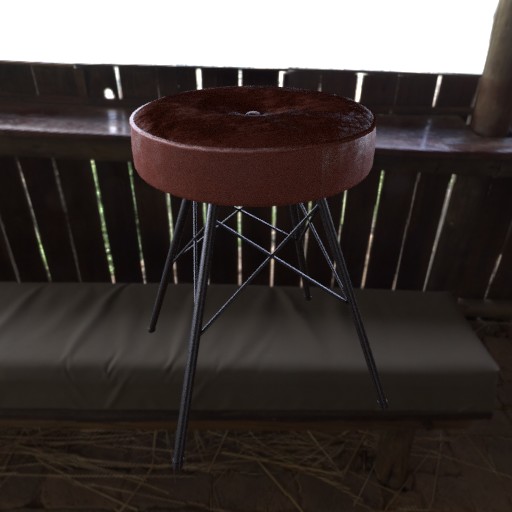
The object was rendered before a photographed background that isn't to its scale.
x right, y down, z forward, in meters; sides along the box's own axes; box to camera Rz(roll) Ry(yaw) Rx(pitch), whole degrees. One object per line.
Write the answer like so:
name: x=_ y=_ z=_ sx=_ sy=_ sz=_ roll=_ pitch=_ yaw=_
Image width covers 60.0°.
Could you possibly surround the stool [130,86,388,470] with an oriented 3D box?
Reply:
stool: x=0.000 y=0.000 z=0.888 sx=0.457 sy=0.593 sz=0.421 roll=-10 pitch=33 yaw=-15
